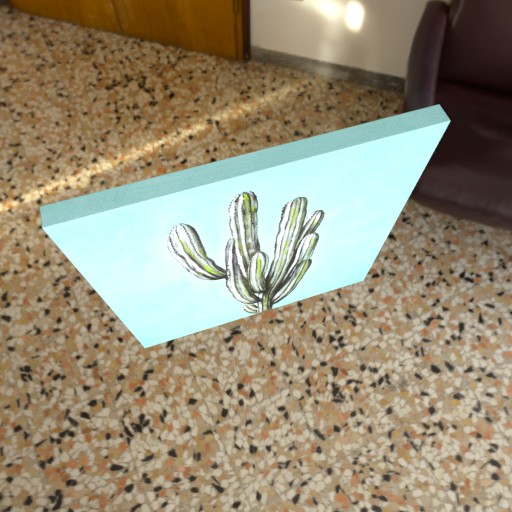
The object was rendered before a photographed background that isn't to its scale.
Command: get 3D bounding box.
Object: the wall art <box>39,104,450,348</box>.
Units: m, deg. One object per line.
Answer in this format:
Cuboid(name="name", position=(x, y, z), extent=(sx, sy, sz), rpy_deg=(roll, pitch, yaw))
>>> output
Cuboid(name="wall art", position=(0.000, 0.000, 0.900), extent=(0.603, 0.603, 0.036), rpy_deg=(-16, 65, -8))
